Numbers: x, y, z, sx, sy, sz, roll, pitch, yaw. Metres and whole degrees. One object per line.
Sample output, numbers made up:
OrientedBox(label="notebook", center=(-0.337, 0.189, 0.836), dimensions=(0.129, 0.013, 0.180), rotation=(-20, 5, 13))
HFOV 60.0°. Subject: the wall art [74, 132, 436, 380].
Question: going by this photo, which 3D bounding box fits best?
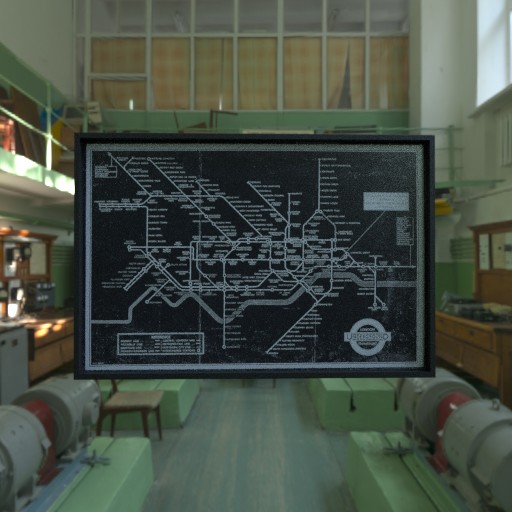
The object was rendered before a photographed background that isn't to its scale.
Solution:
OrientedBox(label="wall art", center=(0.000, 0.000, 0.847), dimensions=(0.671, 0.456, 0.051), rotation=(0, 0, -1))
